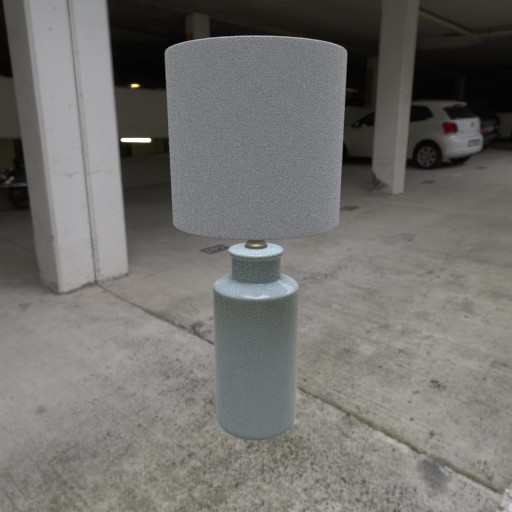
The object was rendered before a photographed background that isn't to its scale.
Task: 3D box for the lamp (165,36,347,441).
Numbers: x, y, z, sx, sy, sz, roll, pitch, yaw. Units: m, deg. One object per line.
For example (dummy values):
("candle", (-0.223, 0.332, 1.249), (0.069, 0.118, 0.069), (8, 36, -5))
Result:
("lamp", (0.000, 0.000, 0.589), (0.212, 0.493, 0.212), (15, 21, 43))
